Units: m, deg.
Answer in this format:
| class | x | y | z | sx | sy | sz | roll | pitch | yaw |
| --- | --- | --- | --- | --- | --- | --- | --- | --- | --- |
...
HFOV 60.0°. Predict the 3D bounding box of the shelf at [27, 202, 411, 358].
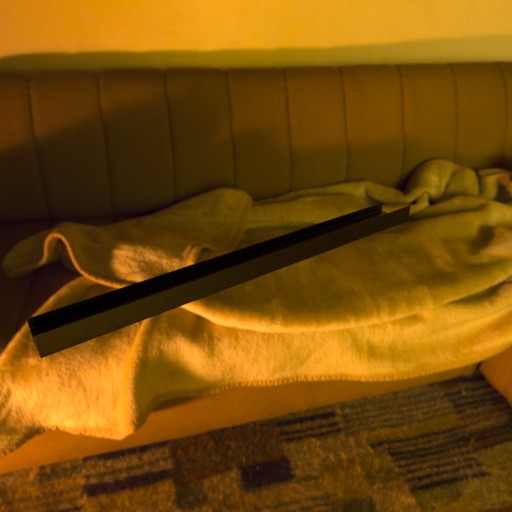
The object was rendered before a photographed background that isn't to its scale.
| class | x | y | z | sx | sy | sz | roll | pitch | yaw |
| --- | --- | --- | --- | --- | --- | --- | --- | --- | --- |
| shelf | 0.000 | 0.000 | 0.979 | 0.924 | 0.049 | 0.092 | -19 | 35 | -30 |
